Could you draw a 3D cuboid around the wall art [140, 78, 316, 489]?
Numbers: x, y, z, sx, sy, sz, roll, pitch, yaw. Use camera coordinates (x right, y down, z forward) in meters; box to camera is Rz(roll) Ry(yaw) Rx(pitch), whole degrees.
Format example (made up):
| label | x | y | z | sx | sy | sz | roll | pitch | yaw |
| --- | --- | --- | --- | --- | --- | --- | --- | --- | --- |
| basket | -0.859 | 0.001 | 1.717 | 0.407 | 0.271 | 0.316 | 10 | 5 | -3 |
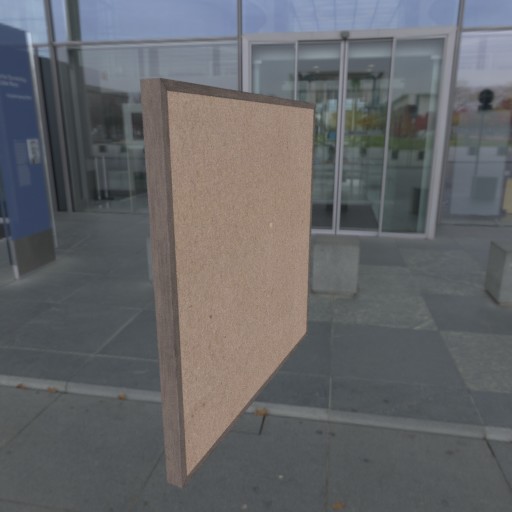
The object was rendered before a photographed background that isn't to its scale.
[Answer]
| label | x | y | z | sx | sy | sz | roll | pitch | yaw |
| --- | --- | --- | --- | --- | --- | --- | --- | --- | --- |
| wall art | 0.000 | 0.000 | 1.114 | 0.038 | 0.762 | 0.762 | 7 | 17 | 24 |
